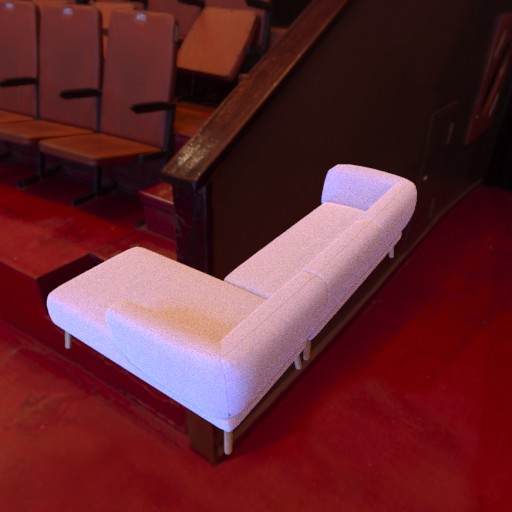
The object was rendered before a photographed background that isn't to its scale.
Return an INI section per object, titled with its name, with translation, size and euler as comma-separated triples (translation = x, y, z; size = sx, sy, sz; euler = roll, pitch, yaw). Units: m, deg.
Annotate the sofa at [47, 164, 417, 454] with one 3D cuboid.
[sofa]
translation = 0.000, 0.000, 3.314
size = 1.610, 0.730, 2.660
euler = 20, 37, 29
